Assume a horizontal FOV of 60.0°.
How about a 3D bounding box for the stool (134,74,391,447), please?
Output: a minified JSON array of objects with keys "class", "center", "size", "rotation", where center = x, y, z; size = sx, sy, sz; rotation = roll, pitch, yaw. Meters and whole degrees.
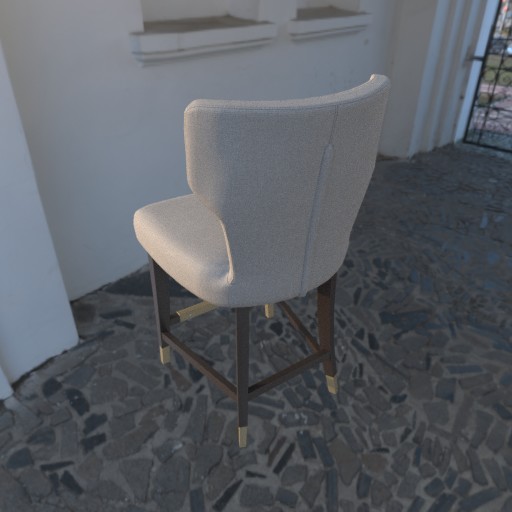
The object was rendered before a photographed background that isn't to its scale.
[{"class":"stool","center":[0.000,0.000,1.280],"size":[0.527,0.982,0.563],"rotation":[-19,36,-28]}]
